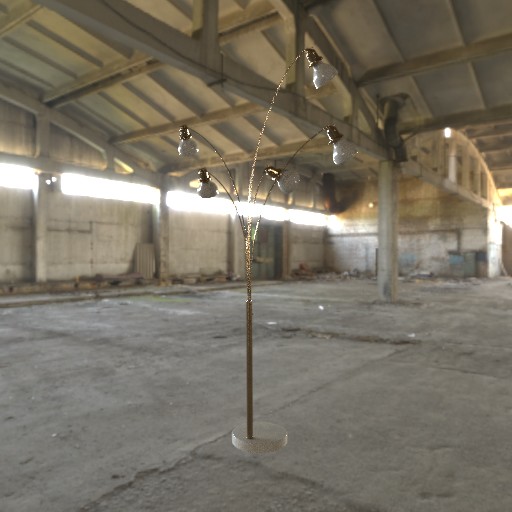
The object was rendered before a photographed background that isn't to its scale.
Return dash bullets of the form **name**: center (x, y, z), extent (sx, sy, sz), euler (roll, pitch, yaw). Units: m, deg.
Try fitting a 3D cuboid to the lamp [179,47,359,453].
- **lamp**: center (0.000, 0.000, 2.924), extent (1.405, 2.423, 0.361), euler (0, 0, 37)
